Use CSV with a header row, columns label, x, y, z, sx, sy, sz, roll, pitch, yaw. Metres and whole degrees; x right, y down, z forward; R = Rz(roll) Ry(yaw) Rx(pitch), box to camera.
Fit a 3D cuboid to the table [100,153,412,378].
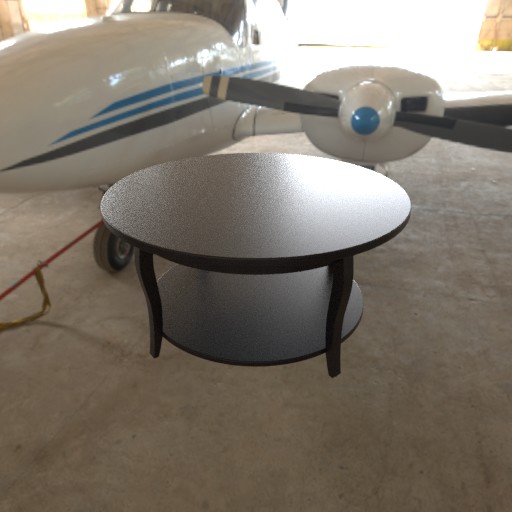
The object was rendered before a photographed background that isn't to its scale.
label,x,y,z,sx,sy,sz,roll,pitch,yaw
table,0.000,0.000,1.467,0.914,0.457,0.914,0,27,0
